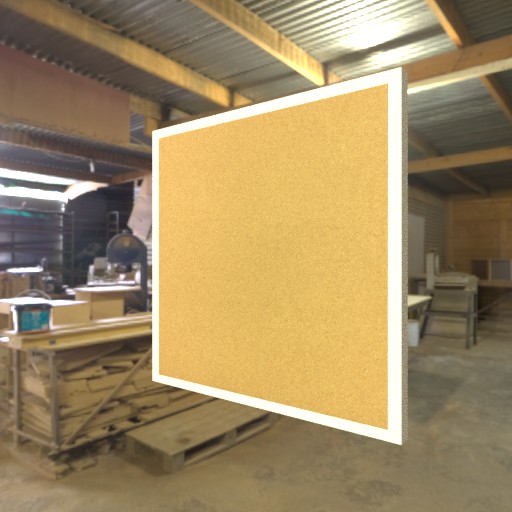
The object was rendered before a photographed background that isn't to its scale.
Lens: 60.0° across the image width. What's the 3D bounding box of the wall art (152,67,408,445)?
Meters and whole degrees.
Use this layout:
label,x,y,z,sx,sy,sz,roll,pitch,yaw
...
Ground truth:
label,x,y,z,sx,sy,sz,roll,pitch,yaw
wall art,0.000,0.000,1.137,0.763,0.761,0.038,0,0,37
